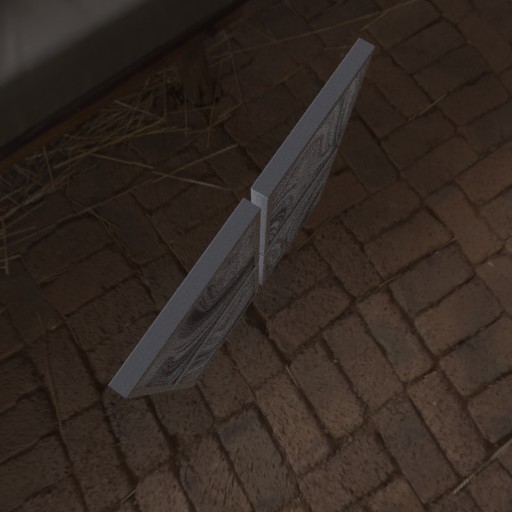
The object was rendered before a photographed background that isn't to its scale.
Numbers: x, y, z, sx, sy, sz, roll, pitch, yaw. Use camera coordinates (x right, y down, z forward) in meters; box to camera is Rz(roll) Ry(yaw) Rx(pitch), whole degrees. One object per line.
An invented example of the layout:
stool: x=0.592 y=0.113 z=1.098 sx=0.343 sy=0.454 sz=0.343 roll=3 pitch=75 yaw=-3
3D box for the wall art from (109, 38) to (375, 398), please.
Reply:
wall art: x=0.000 y=0.000 z=0.902 sx=0.029 sy=0.611 sz=0.611 roll=33 pitch=77 yaw=8
